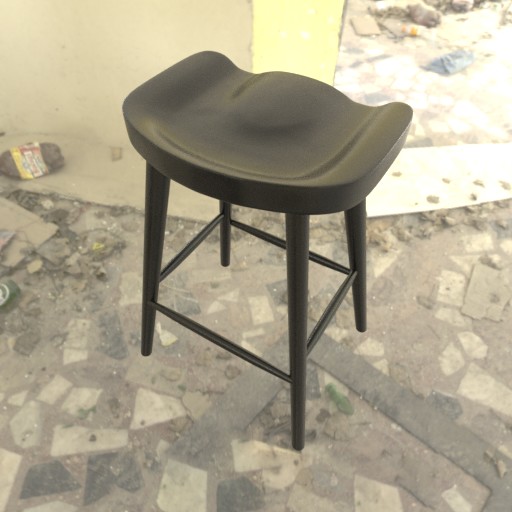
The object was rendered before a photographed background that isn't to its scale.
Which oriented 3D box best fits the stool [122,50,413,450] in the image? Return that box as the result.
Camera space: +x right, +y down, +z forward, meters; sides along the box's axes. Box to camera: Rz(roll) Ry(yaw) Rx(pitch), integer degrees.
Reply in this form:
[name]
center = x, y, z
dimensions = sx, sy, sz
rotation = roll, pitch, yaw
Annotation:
[stool]
center = 0.000, 0.000, 0.866
dimensions = 0.440, 0.615, 0.361
rotation = 24, 52, 21
